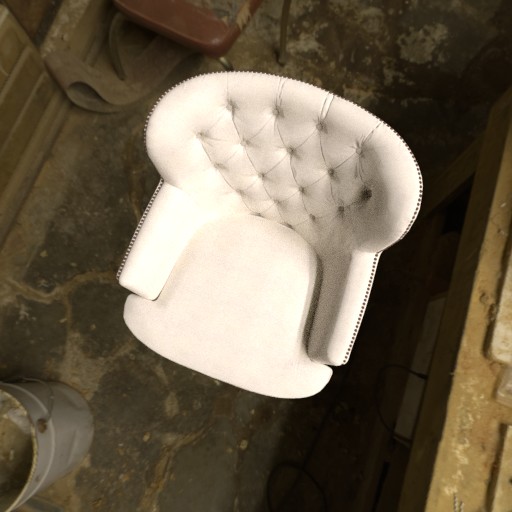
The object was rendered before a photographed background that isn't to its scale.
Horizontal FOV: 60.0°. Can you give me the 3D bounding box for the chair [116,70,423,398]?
[{"bbox_3d":[0.000,0.000,1.612,0.848,0.868,0.906,20,76,5],"label":"chair"}]
